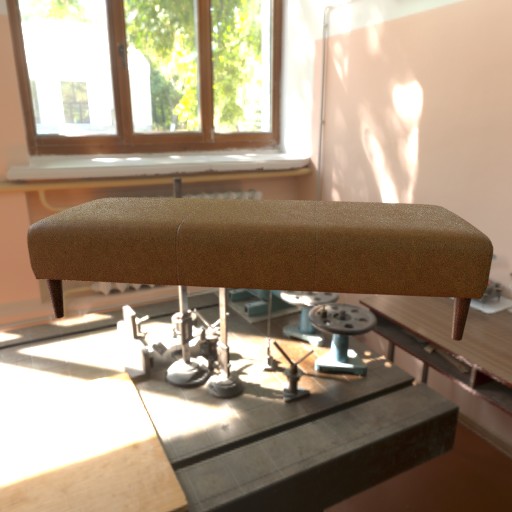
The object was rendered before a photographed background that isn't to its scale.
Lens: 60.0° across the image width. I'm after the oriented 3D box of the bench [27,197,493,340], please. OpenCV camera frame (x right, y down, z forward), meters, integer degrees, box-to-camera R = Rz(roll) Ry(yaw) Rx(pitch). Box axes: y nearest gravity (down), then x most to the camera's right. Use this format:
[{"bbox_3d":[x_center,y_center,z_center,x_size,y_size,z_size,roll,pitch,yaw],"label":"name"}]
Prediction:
[{"bbox_3d":[0.000,0.000,1.827,1.610,0.399,0.653,2,17,7],"label":"bench"}]
